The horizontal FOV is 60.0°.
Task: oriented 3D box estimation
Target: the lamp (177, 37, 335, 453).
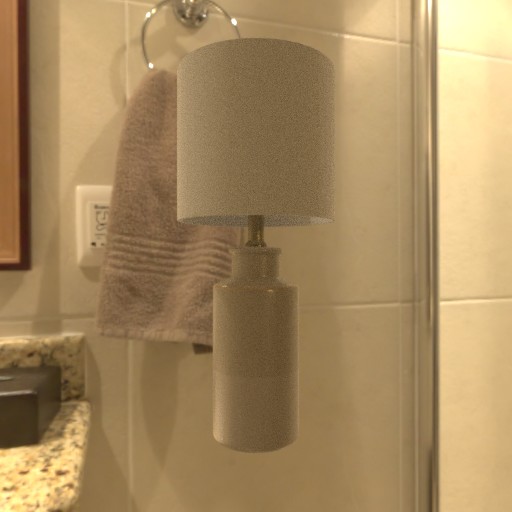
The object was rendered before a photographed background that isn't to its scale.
[{"bbox_3d":[0.000,0.000,0.605,0.212,0.493,0.212,0,0,35],"label":"lamp"}]
